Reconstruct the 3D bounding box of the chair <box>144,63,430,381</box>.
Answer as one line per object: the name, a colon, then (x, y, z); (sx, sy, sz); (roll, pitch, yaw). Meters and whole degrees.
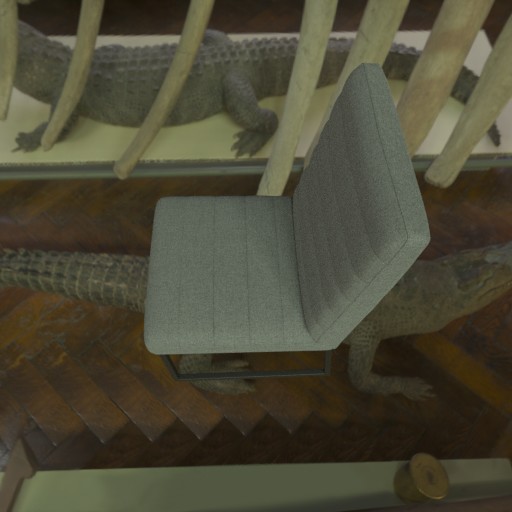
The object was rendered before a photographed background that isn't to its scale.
chair: (0.000, 0.000, 1.300); (0.634, 0.930, 0.520); (-2, 59, -1)
